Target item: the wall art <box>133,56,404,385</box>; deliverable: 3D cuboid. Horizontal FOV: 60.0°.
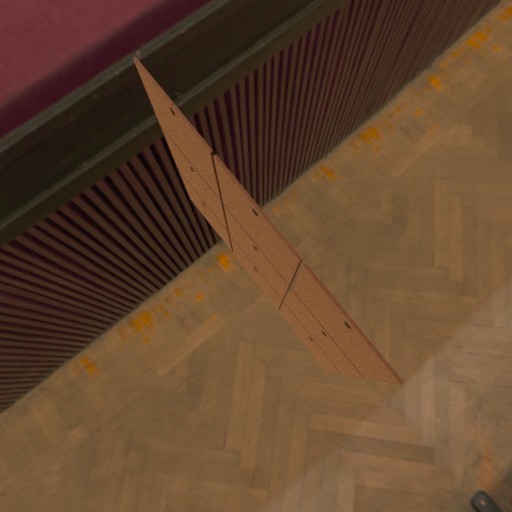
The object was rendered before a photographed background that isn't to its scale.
[{"bbox_3d":[0.000,0.000,2.314,0.019,1.532,1.533,-37,80,-8],"label":"wall art"}]
